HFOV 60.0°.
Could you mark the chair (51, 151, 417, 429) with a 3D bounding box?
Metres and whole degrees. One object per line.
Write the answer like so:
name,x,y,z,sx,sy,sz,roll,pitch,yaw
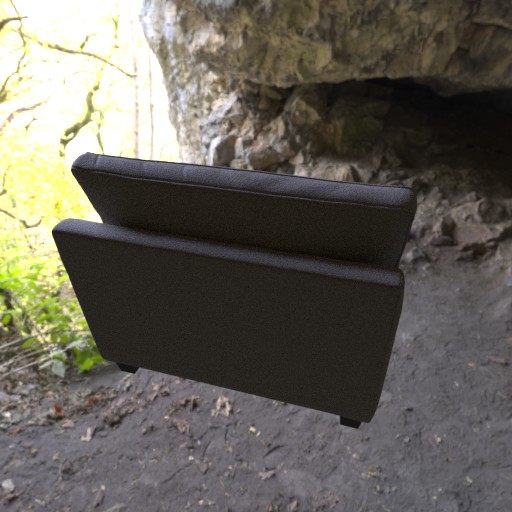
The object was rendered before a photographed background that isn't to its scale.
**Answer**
chair,0.000,0.000,1.966,1.220,1.016,1.040,9,33,14
